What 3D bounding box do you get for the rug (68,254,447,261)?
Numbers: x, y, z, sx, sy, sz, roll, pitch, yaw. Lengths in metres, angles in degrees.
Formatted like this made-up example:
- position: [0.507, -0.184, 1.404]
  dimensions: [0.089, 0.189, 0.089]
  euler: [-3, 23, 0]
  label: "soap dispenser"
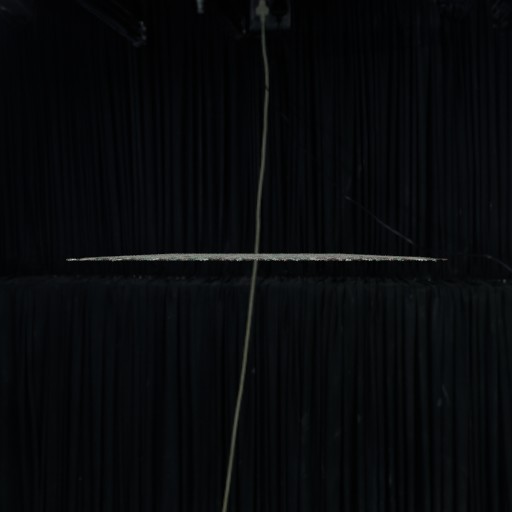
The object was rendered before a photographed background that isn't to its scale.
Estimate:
- position: [0.000, 0.000, 2.320]
  dimensions: [1.219, 0.010, 1.829]
  euler: [0, 1, 0]
  label: "rug"
